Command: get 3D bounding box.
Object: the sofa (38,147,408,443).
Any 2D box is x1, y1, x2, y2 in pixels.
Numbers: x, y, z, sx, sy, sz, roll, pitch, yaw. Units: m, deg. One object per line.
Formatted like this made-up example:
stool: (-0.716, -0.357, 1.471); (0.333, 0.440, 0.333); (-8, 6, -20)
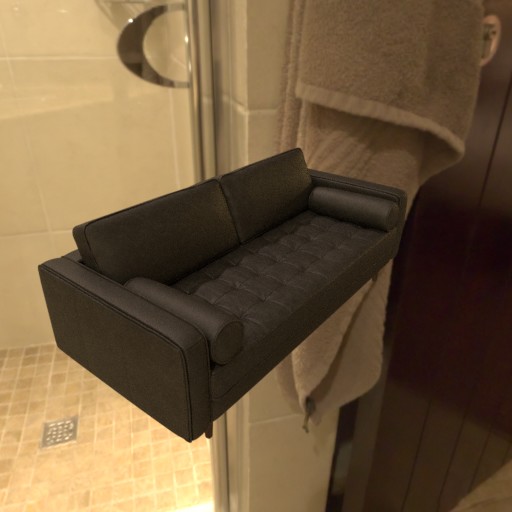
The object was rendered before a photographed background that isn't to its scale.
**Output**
sofa: (0.000, 0.000, 2.333); (0.921, 0.770, 1.879); (20, 34, 33)
